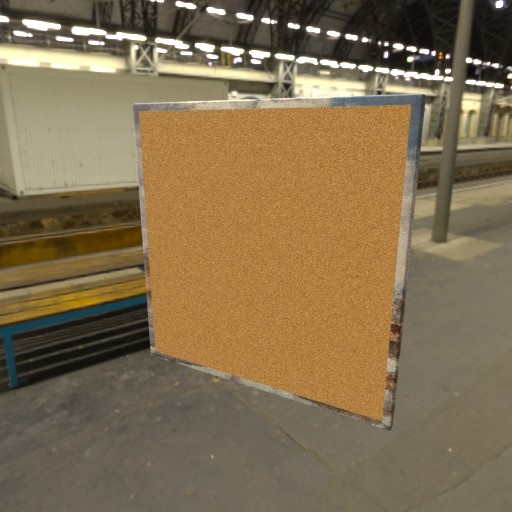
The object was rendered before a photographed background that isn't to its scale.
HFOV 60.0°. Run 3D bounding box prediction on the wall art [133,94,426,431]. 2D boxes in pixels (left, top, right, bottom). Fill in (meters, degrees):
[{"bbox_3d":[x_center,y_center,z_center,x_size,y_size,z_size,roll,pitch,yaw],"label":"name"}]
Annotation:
[{"bbox_3d":[0.000,0.000,1.348,0.888,0.897,0.035,9,18,28],"label":"wall art"}]
